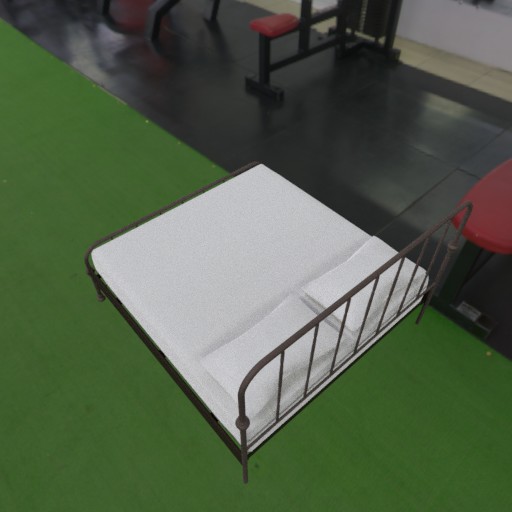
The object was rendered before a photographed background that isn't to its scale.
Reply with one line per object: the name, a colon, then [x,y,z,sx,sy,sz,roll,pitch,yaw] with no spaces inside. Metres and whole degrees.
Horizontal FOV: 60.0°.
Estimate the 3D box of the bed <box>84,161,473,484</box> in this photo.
bed: [0.000,0.000,3.460,2.044,1.446,2.134,-32,55,-27]
